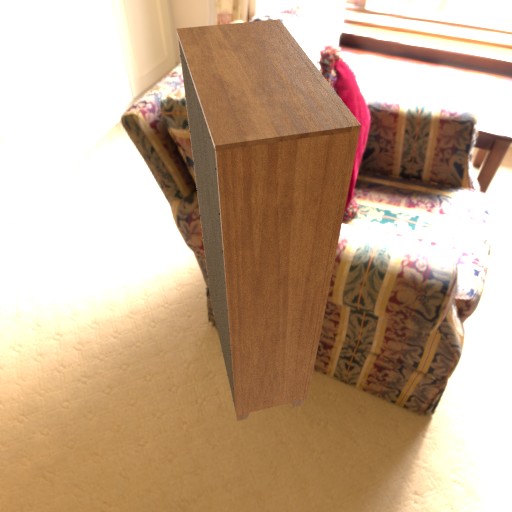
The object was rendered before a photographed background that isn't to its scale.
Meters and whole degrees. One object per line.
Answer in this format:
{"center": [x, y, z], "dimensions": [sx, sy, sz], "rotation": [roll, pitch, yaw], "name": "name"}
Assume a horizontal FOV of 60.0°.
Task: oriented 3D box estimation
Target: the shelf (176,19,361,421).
{"center": [0.000, 0.000, 2.261], "dimensions": [0.453, 1.930, 0.864], "rotation": [-10, 48, -9], "name": "shelf"}
